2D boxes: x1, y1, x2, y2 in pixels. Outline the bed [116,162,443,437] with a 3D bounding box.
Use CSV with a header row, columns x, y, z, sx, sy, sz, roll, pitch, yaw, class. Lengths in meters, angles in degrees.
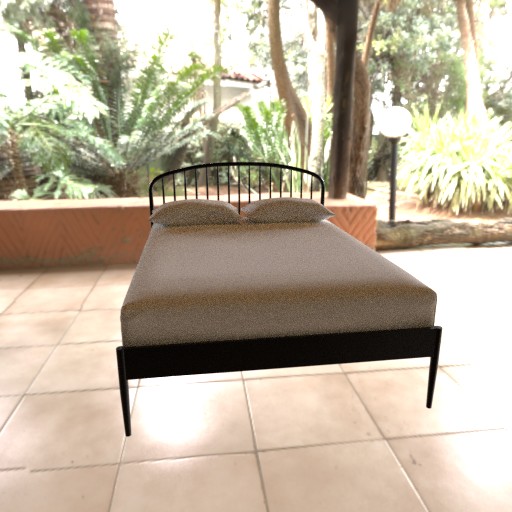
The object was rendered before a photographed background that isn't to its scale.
x,y,z,sx,sy,sz,roll,pitch,yaw,class
0.000,0.000,3.128,1.618,1.166,2.159,-2,16,-8,bed
